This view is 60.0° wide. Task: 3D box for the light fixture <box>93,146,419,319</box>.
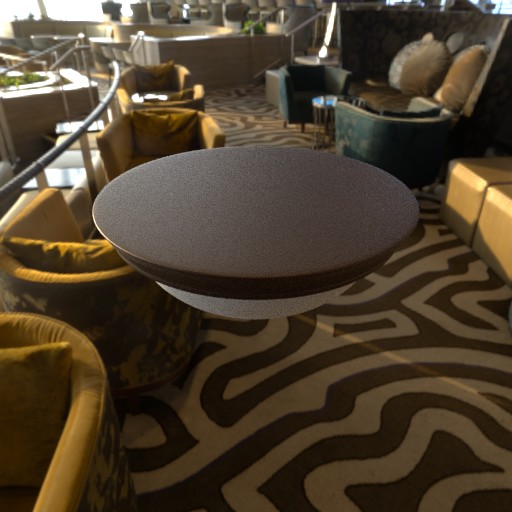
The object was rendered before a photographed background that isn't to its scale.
[{"bbox_3d":[0.000,0.000,0.431,0.280,0.135,0.280,0,30,0],"label":"light fixture"}]
